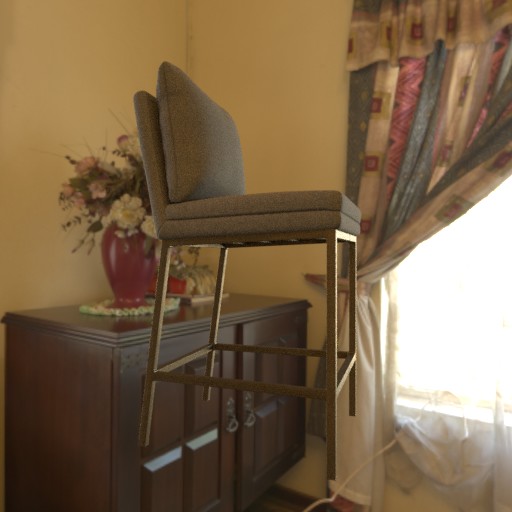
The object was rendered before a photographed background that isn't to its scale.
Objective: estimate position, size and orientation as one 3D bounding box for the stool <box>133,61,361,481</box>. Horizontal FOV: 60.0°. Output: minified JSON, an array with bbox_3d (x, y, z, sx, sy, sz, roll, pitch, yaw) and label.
[{"bbox_3d":[0.000,0.000,1.312,0.569,1.030,0.463,0,0,19],"label":"stool"}]
